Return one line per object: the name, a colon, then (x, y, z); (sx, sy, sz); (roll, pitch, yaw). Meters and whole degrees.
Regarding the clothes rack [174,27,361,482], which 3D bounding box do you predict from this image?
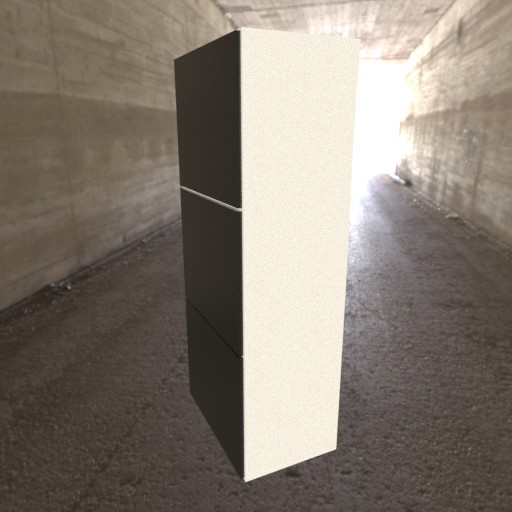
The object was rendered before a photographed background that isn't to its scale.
clothes rack: (0.000, 0.000, 1.391); (0.330, 1.187, 0.500); (-8, 18, -25)
